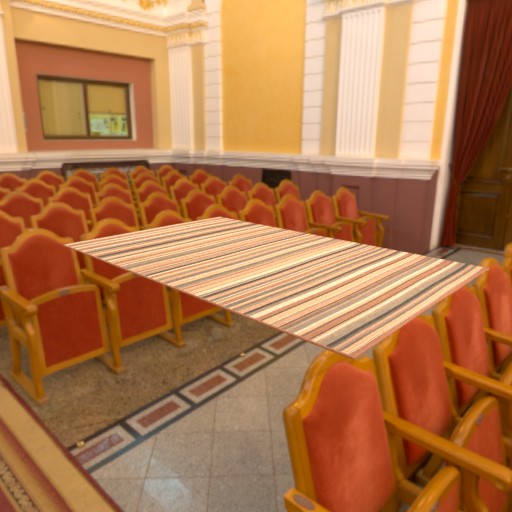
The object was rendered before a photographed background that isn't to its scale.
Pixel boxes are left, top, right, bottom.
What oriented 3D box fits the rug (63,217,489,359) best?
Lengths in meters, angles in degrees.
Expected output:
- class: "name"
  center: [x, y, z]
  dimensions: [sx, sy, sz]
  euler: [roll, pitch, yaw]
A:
- class: "rug"
  center: [0.000, 0.000, 2.957]
  dimensions: [2.438, 0.014, 1.523]
  euler: [14, 21, 42]
